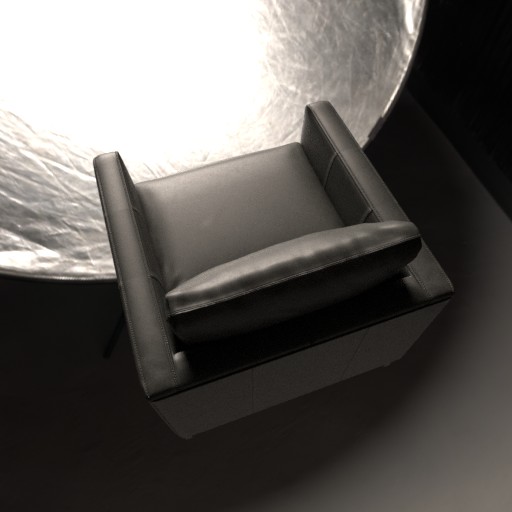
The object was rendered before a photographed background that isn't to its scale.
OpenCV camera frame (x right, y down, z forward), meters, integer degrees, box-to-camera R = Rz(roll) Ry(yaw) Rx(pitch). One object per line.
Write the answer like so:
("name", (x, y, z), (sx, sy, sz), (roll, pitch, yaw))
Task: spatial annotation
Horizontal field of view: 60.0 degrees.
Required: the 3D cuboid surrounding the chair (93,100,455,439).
("chair", (0.000, 0.000, 1.482), (0.967, 0.824, 0.861), (-17, 59, -10))
